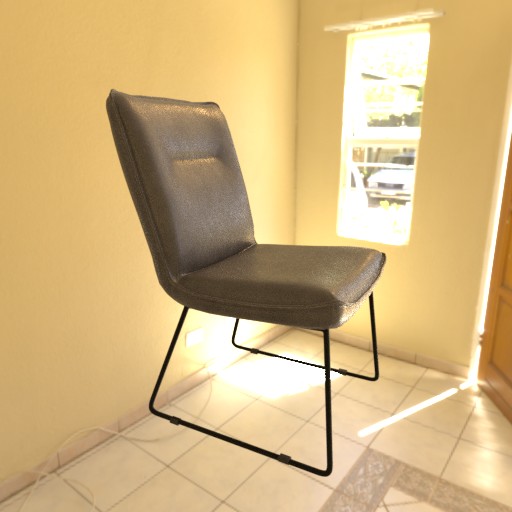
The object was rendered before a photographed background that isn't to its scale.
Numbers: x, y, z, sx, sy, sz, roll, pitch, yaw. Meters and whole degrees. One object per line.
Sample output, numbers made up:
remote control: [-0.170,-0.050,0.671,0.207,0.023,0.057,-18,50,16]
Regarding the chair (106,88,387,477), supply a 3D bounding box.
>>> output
chair: [0.000,0.000,1.330,0.688,0.932,0.515,8,17,27]
